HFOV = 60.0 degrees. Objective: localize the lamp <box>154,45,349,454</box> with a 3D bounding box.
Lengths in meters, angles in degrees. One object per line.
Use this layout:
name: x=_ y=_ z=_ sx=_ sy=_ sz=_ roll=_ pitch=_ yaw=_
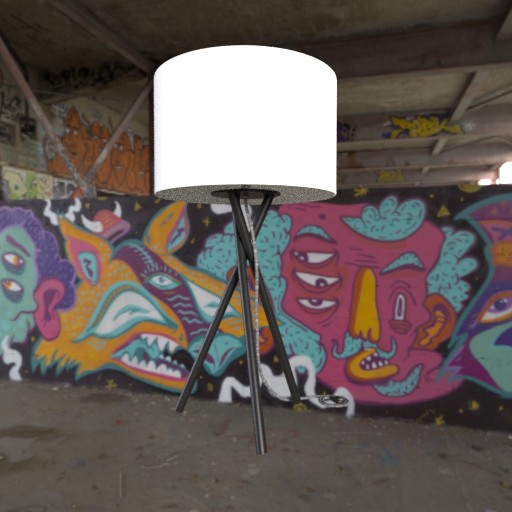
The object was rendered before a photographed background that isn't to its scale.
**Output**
lamp: x=0.000 y=0.000 z=0.911 sx=0.353 sy=0.674 sz=0.422 roll=1 pitch=2 yaw=36
